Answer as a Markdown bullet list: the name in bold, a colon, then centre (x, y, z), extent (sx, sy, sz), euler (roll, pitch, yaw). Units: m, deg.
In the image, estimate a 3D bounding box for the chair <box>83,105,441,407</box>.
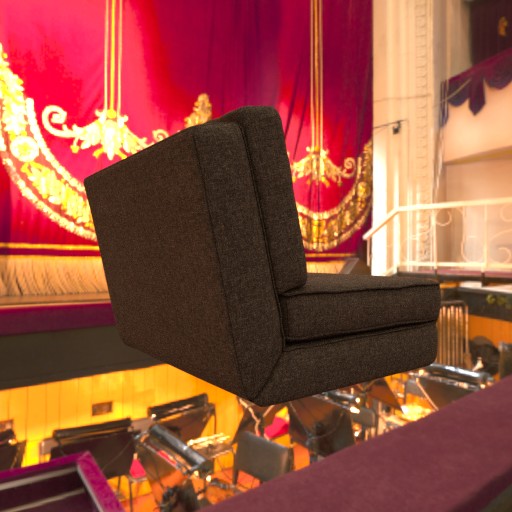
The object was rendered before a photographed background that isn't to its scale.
- **chair**: centre (0.000, 0.000, 1.306), extent (0.800, 0.615, 0.740), euler (0, 0, -36)
